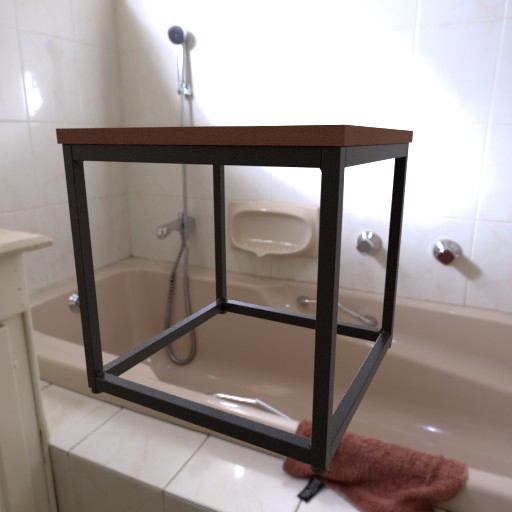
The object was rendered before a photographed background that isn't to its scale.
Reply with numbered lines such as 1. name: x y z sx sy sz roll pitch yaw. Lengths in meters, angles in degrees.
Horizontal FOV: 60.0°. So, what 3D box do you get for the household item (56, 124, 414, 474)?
1. household item: 0.000 0.000 0.730 0.400 0.400 0.400 8 17 27
